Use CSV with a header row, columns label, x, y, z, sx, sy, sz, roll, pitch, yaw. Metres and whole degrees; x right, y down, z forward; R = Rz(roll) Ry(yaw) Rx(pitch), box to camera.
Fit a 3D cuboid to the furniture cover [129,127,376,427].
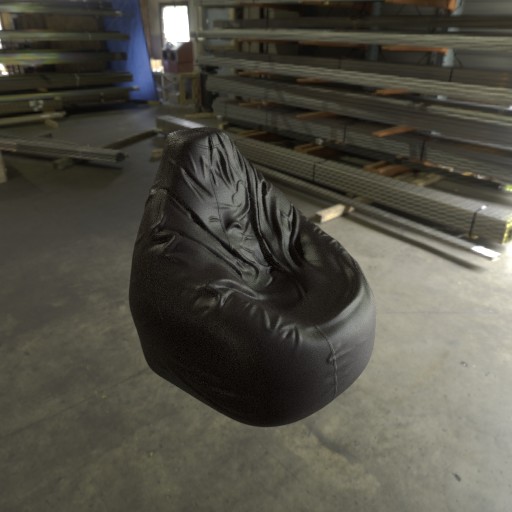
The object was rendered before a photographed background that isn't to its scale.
label,x,y,z,sx,sy,sz,roll,pitch,yaw
furniture cover,0.000,0.000,1.900,1.070,0.990,1.070,19,33,32
